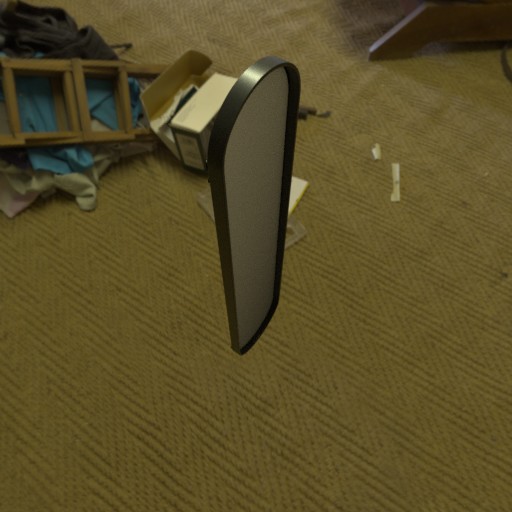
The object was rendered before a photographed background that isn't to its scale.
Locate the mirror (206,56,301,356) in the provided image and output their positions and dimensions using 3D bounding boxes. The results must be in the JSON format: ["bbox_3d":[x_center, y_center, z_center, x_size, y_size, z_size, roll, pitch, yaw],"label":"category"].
[{"bbox_3d":[0.000,0.000,1.041,0.032,0.991,0.222,30,63,17],"label":"mirror"}]
